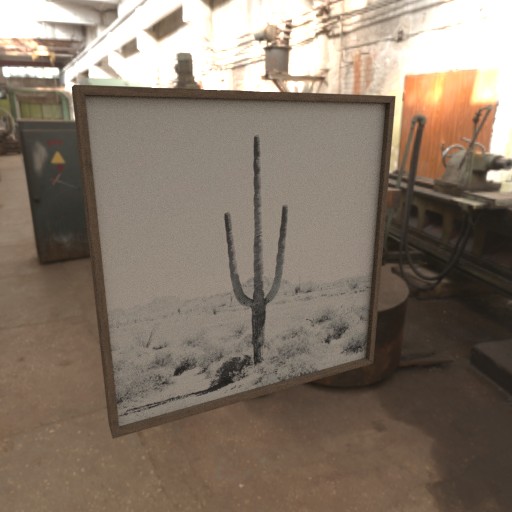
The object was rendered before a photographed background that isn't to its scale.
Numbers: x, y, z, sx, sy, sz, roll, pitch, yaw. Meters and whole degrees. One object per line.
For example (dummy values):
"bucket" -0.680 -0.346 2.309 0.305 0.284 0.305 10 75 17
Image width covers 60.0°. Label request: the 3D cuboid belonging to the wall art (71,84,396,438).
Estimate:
"wall art" 0.000 0.000 0.731 0.508 0.508 0.038 -8 18 -25
